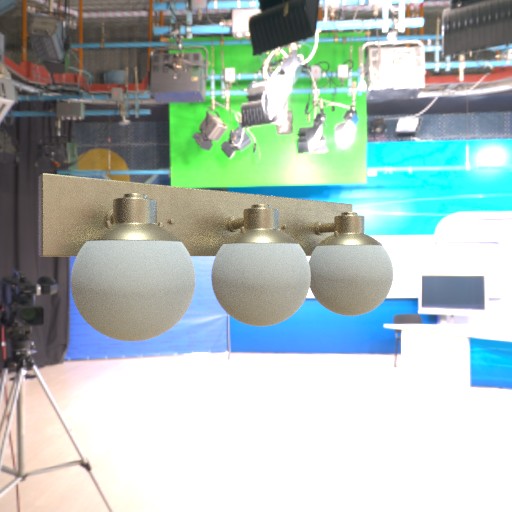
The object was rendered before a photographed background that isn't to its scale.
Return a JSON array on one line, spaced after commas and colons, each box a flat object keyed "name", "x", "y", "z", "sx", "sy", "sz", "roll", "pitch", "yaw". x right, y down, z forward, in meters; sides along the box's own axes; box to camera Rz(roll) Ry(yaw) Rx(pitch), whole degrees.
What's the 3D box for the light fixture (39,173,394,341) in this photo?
[{"name": "light fixture", "x": 0.000, "y": 0.000, "z": 0.848, "sx": 0.721, "sy": 0.263, "sz": 0.218, "roll": 0, "pitch": 0, "yaw": -36}]
